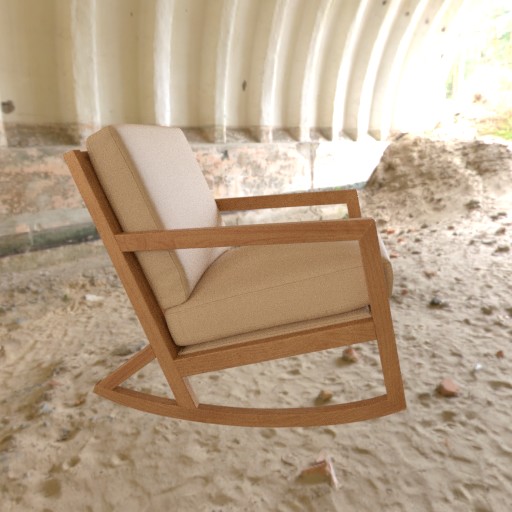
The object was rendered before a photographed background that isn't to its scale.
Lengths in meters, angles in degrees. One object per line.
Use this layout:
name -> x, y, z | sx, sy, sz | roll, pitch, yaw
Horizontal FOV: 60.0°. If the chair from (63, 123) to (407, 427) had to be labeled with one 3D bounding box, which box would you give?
chair -> 0.000, 0.000, 1.392 | 0.857, 0.790, 0.622 | 2, 15, 8
